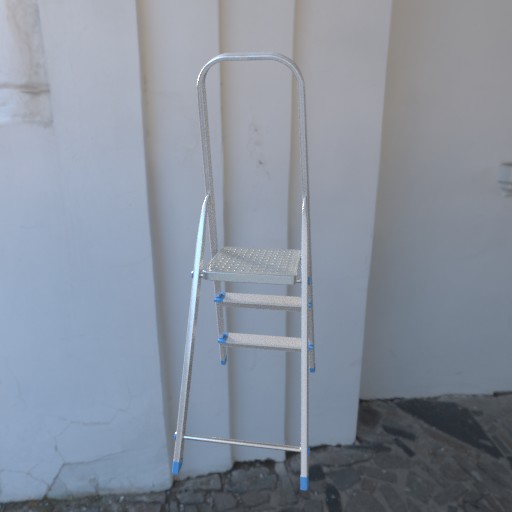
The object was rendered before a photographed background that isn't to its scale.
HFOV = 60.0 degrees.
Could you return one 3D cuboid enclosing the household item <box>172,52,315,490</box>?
[{"bbox_3d":[0.000,0.000,1.479,0.420,1.215,0.687,3,17,9],"label":"household item"}]
